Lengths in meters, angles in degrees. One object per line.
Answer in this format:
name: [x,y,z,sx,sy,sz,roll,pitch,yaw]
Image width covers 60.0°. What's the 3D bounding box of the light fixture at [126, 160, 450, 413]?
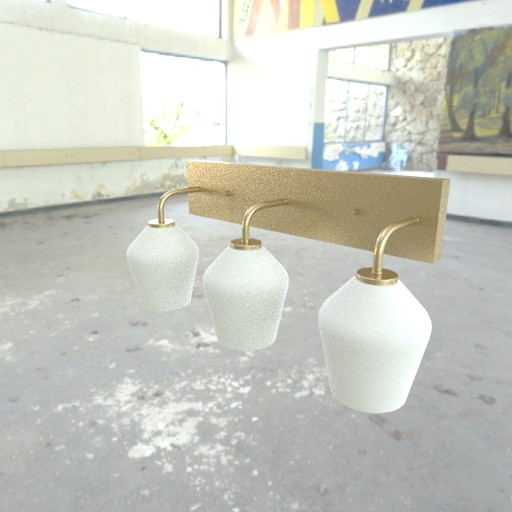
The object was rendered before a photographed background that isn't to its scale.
light fixture: [0.000,0.000,0.738,0.609,0.280,0.190,15,22,42]
